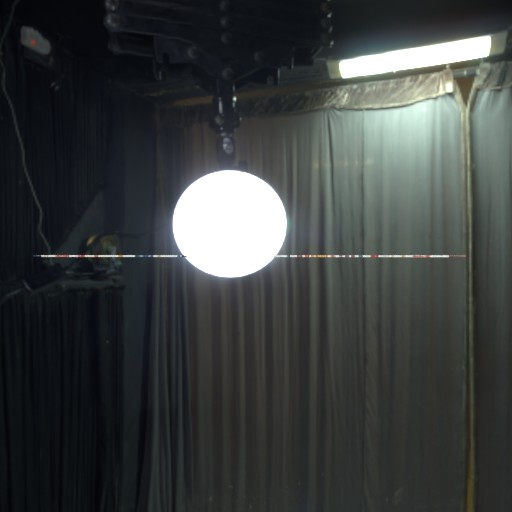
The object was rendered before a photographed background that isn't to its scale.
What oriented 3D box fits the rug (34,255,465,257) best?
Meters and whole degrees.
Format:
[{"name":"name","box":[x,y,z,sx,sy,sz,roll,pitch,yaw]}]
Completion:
[{"name":"rug","box":[0.000,0.000,3.212,2.584,0.010,1.523,0,0,18]}]
